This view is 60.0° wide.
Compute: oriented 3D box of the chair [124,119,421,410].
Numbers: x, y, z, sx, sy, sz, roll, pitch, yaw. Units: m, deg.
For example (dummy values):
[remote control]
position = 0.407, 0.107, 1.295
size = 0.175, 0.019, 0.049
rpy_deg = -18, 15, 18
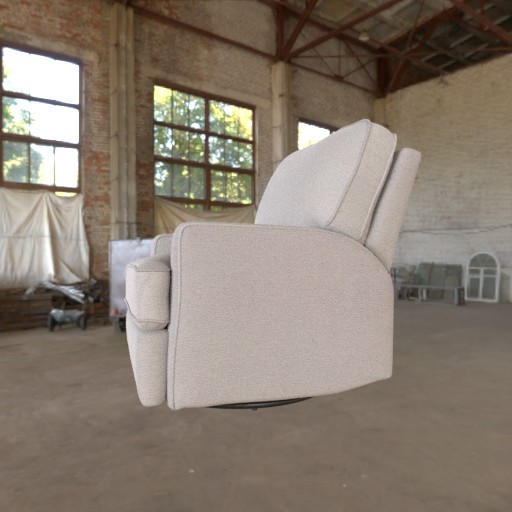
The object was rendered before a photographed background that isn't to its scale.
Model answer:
[chair]
position = 0.000, 0.000, 1.726
size = 0.969, 0.964, 0.861
rpy_deg = 0, 0, -18
